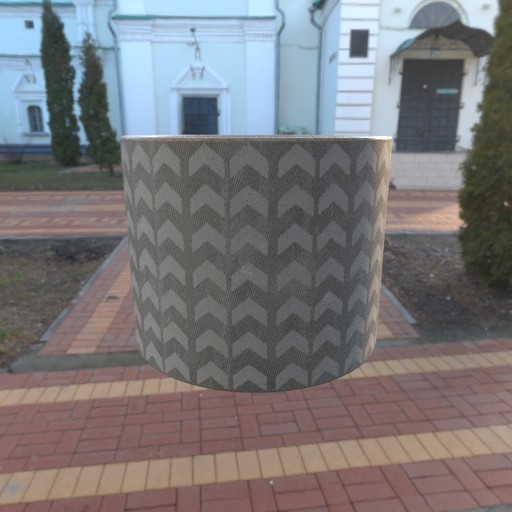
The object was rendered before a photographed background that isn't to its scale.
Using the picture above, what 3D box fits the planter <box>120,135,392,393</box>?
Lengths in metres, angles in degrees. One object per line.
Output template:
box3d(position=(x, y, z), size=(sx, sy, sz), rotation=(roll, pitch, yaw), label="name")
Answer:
box3d(position=(0.000, 0.000, 0.346), size=(0.190, 0.181, 0.190), rotation=(0, 16, 0), label="planter")
